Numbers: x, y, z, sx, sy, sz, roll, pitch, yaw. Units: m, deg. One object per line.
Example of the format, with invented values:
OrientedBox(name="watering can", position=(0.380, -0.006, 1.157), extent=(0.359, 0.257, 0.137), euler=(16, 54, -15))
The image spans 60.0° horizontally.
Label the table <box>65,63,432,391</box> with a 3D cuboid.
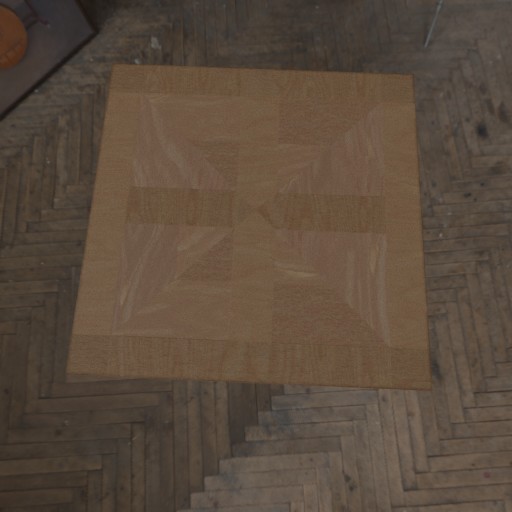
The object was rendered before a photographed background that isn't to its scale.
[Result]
OrientedBox(name="table", position=(0.000, 0.000, 1.123), extent=(0.610, 0.638, 0.612), euler=(2, 75, 1))
